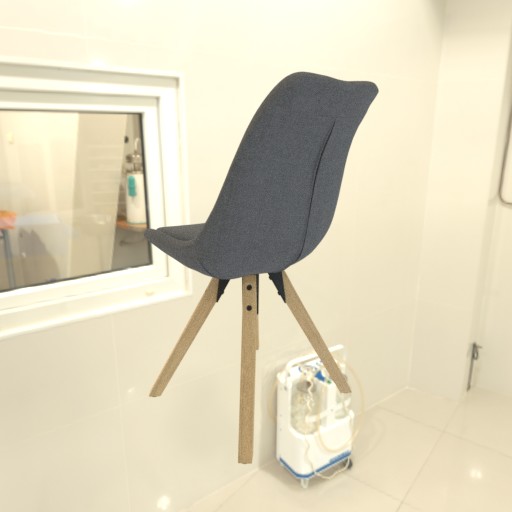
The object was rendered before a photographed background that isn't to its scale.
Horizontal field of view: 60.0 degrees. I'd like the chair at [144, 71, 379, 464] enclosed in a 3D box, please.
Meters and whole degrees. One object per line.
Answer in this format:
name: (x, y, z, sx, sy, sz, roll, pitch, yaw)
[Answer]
chair: (0.000, 0.000, 1.183, 0.550, 0.850, 0.485, 15, 21, 43)
